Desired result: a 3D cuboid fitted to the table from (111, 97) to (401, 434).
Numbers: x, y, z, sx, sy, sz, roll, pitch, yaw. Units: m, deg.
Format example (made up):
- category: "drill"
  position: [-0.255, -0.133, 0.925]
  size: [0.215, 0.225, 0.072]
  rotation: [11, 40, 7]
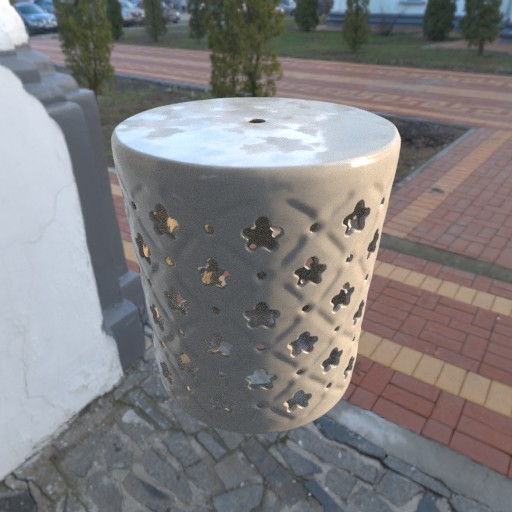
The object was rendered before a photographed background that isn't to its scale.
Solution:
- category: "table"
  position: [0.000, 0.000, 0.645]
  size: [0.352, 0.387, 0.352]
  rotation: [0, 30, 0]
